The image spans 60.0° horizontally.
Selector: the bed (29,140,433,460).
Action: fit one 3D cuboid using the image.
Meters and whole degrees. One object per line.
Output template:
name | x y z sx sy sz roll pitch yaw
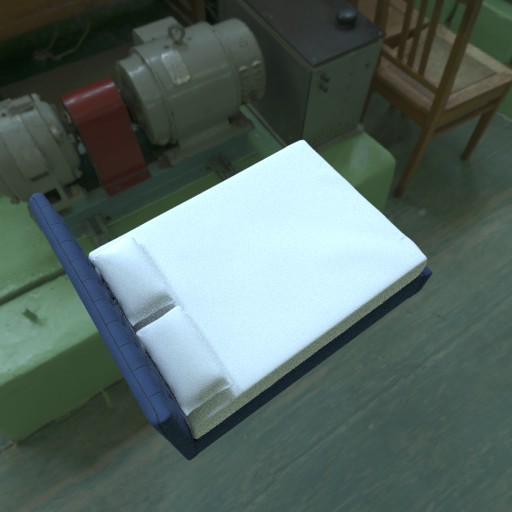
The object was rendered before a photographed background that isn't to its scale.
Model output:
bed | 0.000 0.000 3.390 2.387 1.427 1.706 -31 64 -17
